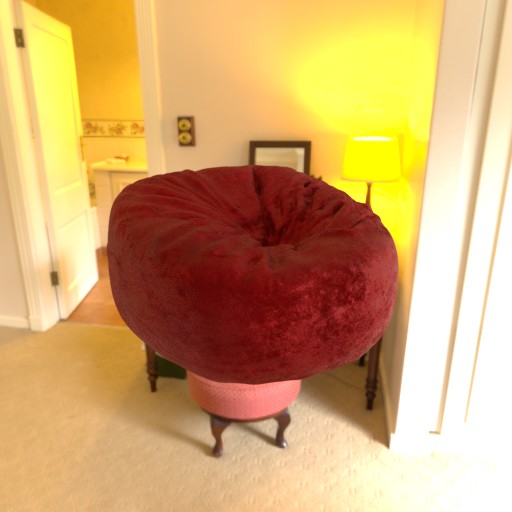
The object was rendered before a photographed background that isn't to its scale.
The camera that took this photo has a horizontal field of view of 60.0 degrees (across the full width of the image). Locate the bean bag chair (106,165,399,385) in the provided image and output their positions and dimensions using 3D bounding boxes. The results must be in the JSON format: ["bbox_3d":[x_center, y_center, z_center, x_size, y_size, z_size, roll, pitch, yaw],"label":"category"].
[{"bbox_3d":[0.000,0.000,2.451,1.524,0.878,1.524,-9,20,-27],"label":"bean bag chair"}]
